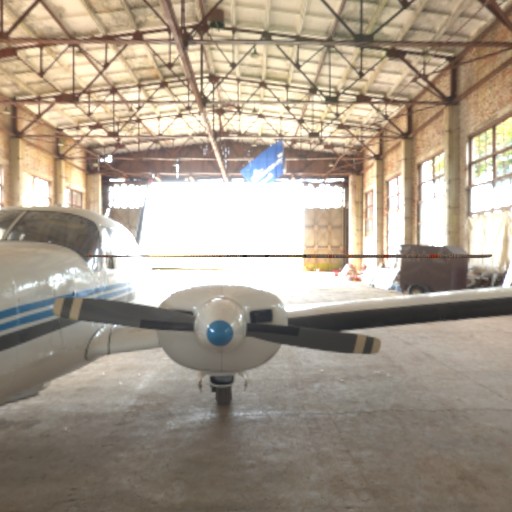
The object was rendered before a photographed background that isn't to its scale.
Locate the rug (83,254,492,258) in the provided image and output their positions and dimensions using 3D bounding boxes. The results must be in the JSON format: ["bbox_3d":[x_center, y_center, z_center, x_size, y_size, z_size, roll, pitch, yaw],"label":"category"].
[{"bbox_3d":[0.000,0.000,2.642,2.419,0.022,0.744,0,0,36],"label":"rug"}]
